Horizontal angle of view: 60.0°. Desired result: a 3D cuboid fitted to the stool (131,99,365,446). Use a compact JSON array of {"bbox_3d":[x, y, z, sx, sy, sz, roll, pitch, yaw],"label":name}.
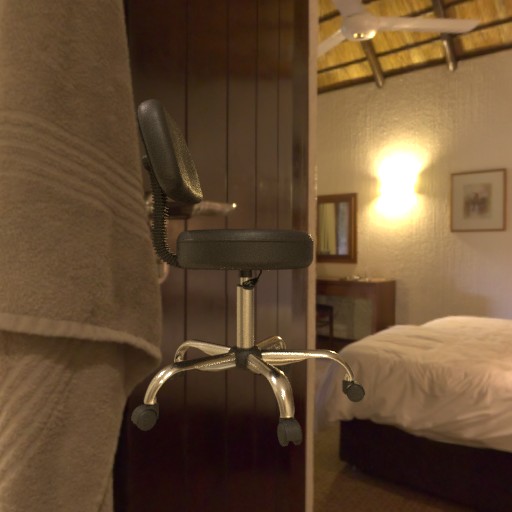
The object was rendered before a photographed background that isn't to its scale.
[{"bbox_3d":[0.000,0.000,1.323,0.648,0.862,0.673,0,1,1],"label":"stool"}]
